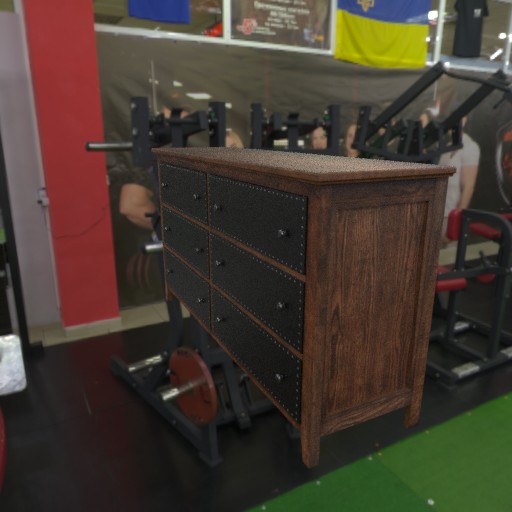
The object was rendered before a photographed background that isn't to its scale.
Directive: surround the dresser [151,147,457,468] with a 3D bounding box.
[{"bbox_3d":[0.000,0.000,1.909,0.463,0.856,1.551,-8,18,-26],"label":"dresser"}]
